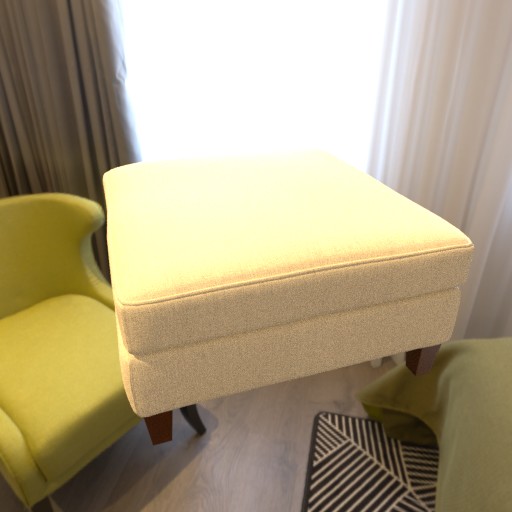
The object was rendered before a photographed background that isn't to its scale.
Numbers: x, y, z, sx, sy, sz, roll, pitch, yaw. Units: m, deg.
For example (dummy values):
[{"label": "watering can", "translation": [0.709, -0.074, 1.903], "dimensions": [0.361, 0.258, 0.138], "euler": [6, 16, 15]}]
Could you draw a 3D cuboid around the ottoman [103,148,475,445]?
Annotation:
[{"label": "ottoman", "translation": [0.000, 0.000, 1.340], "dimensions": [0.838, 0.478, 0.838], "euler": [-9, 30, -16]}]
